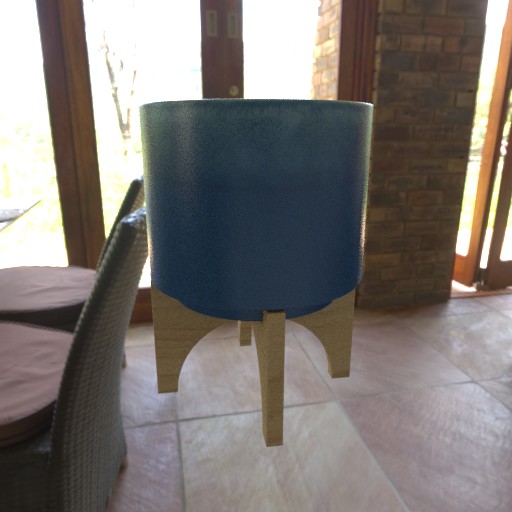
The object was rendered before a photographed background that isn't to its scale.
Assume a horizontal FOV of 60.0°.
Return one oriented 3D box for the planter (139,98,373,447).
[{"bbox_3d":[0.000,0.000,0.410,0.192,0.263,0.192,0,16,0],"label":"planter"}]
